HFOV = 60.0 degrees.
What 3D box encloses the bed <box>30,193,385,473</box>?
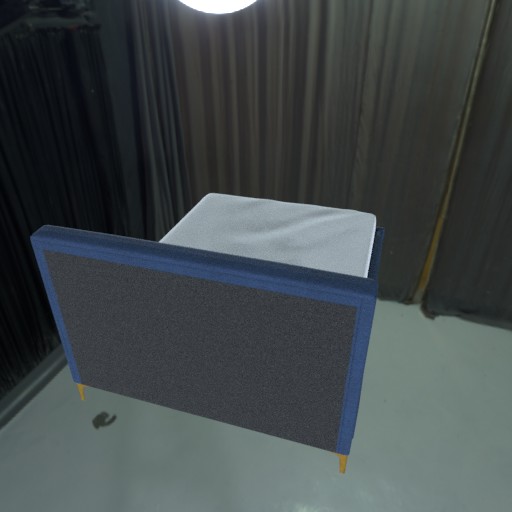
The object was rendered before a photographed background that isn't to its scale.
[{"bbox_3d":[0.000,0.000,3.179,1.723,1.231,2.172,9,33,15],"label":"bed"}]
